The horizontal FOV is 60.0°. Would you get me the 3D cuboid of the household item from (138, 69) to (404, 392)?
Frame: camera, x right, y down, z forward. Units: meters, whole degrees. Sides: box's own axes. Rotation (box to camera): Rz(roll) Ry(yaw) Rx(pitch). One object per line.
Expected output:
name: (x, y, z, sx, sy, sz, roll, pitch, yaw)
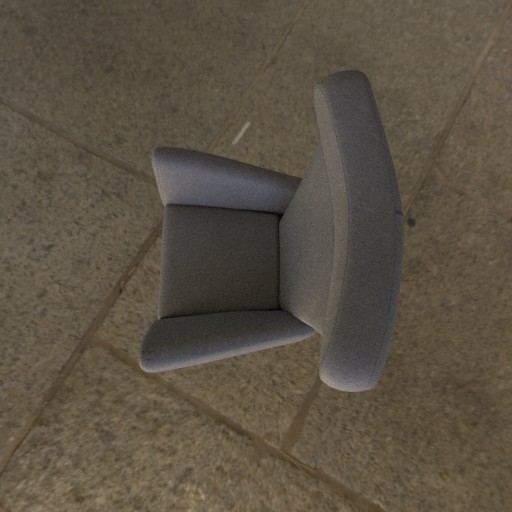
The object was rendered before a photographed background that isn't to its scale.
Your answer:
household item: (0.000, 0.000, 1.742, 0.900, 1.050, 0.980, 0, 75, 0)
